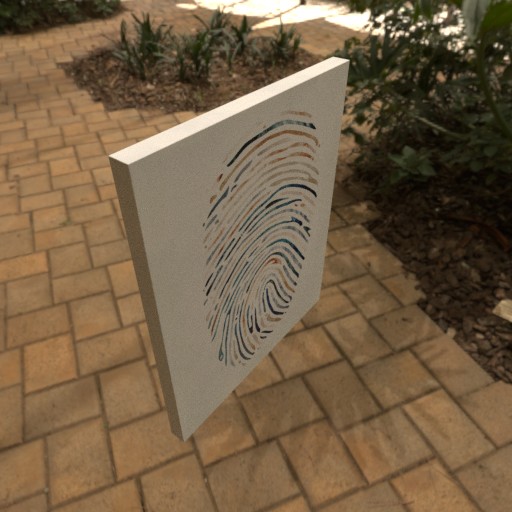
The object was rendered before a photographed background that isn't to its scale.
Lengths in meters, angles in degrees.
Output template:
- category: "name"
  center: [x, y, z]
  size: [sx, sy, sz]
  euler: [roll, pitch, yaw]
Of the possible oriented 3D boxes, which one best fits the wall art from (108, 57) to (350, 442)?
- category: "wall art"
  center: [0.000, 0.000, 0.846]
  size: [0.037, 0.606, 0.508]
  euler: [26, 46, 28]
